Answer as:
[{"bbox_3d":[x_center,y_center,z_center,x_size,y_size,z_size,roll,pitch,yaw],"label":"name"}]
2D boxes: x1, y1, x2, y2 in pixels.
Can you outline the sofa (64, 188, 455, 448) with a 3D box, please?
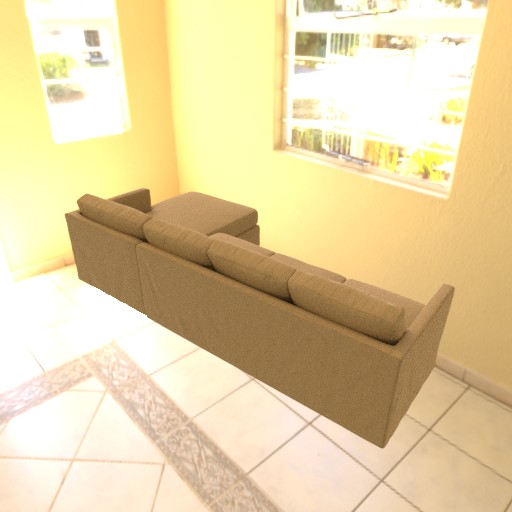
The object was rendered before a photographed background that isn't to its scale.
[{"bbox_3d":[0.000,0.000,3.823,3.177,0.867,1.622,20,34,33],"label":"sofa"}]
